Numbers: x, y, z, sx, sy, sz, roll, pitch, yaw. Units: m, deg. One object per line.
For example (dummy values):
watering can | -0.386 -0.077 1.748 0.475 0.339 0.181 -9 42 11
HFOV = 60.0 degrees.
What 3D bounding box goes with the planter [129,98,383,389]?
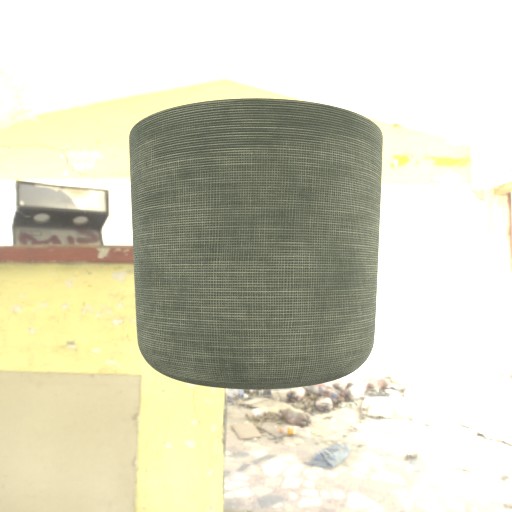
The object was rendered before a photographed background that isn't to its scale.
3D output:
planter | 0.000 0.000 0.791 0.440 0.398 0.440 0 -2 0
